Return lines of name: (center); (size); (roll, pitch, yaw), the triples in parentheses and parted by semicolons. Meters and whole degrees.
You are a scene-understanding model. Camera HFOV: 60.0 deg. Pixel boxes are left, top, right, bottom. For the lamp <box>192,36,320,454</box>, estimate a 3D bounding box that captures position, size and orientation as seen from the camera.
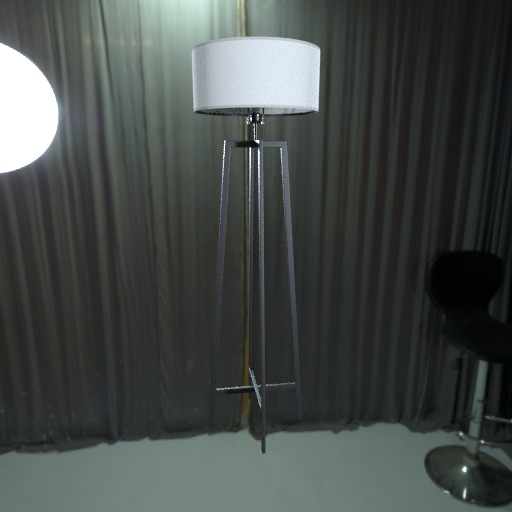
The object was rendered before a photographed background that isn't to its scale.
lamp: (0.000, 0.000, 1.774); (0.457, 1.510, 0.456); (-2, 14, -8)
